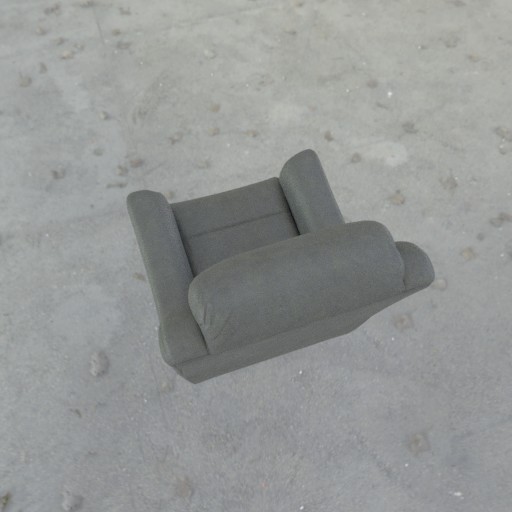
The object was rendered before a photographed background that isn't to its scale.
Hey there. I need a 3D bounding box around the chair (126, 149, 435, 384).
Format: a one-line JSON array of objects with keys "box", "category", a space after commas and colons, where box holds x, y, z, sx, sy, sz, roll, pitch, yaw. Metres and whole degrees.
[{"box": [0.000, 0.000, 1.931, 0.967, 1.116, 1.068, -16, 59, -10], "category": "chair"}]
